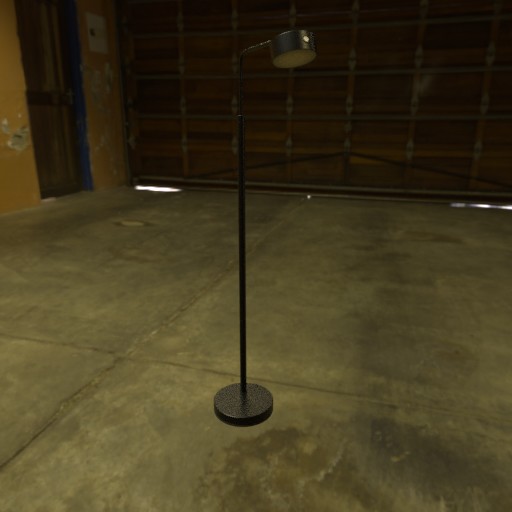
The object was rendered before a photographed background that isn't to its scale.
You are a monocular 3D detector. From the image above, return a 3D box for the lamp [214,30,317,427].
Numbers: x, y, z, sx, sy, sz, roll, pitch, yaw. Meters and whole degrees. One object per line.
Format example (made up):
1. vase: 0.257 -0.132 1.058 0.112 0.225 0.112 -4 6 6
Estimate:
1. lamp: 0.000 0.000 1.393 0.219 1.230 0.418 -8 18 -27
